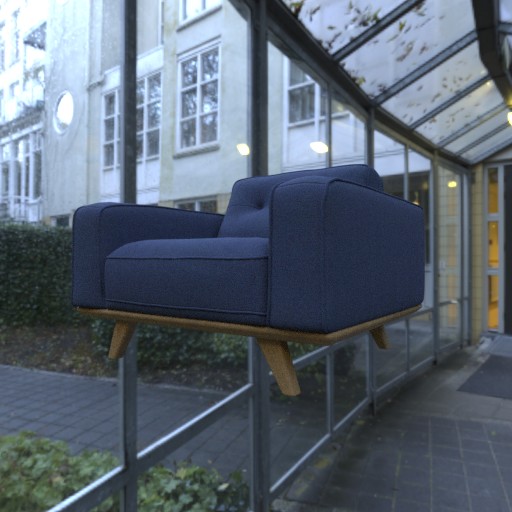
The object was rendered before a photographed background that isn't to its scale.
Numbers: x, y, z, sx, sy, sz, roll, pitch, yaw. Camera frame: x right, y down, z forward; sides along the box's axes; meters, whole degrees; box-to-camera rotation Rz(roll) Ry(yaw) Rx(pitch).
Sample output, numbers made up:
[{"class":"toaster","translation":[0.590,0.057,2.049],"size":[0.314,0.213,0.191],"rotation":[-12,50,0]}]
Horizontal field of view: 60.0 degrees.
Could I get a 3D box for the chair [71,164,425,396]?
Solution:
[{"class":"chair","translation":[0.000,0.000,1.780],"size":[1.118,0.783,0.953],"rotation":[0,0,35]}]
